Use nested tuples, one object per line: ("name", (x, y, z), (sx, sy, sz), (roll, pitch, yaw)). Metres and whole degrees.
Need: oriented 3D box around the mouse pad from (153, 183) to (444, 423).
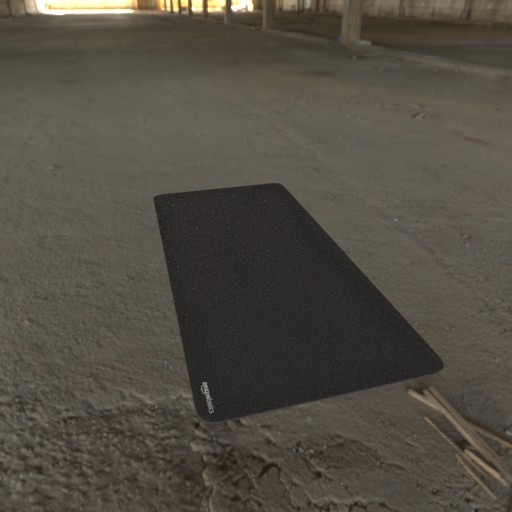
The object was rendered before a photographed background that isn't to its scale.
("mouse pad", (0.000, 0.000, 1.067), (0.424, 0.003, 0.907), (-8, 31, -13))
